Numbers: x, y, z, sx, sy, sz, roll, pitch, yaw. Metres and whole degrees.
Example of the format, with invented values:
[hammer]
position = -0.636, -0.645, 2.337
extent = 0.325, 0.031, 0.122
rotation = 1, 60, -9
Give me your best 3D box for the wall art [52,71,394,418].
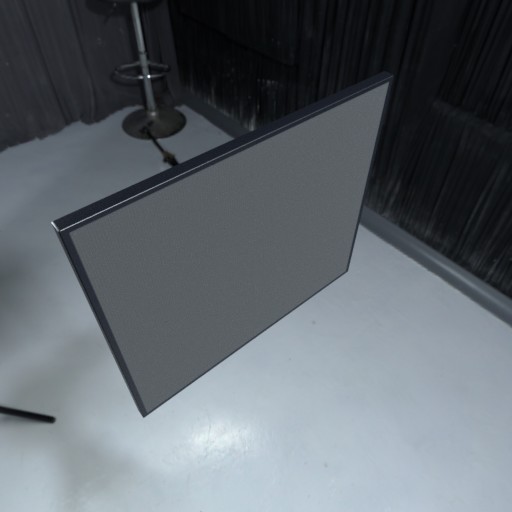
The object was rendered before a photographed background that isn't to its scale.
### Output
[wall art]
position = 0.000, 0.000, 0.718
extent = 0.521, 0.450, 0.018
rotation = -32, 55, -26
